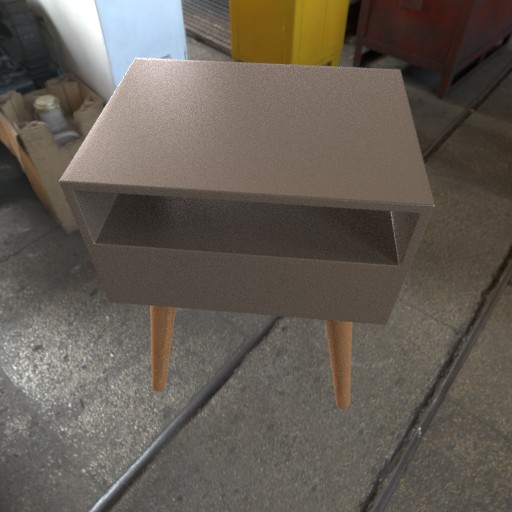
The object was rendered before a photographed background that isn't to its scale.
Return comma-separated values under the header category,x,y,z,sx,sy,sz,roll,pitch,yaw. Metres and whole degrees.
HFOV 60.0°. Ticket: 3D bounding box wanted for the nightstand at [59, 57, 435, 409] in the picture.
category,x,y,z,sx,sy,sz,roll,pitch,yaw
nightstand,0.000,0.000,0.717,0.370,0.508,0.288,4,49,4
